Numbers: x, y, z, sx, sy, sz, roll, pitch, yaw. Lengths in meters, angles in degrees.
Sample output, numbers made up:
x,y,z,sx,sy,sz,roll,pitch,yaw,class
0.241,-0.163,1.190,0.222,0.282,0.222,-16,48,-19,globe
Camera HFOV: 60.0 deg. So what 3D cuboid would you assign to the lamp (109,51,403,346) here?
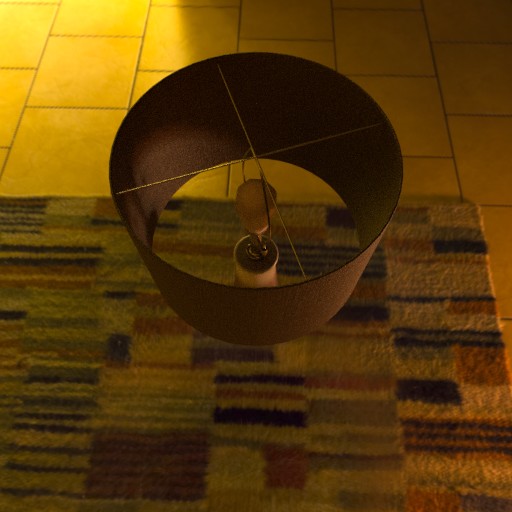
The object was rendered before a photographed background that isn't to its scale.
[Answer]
x,y,z,sx,sy,sz,roll,pitch,yaw,class
0.000,0.000,0.678,0.303,0.488,0.303,0,64,0,lamp
